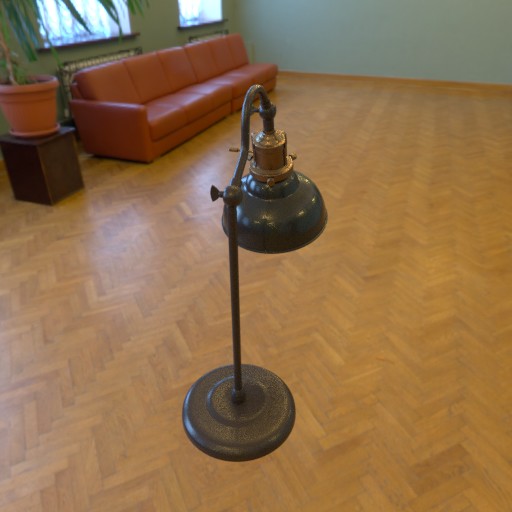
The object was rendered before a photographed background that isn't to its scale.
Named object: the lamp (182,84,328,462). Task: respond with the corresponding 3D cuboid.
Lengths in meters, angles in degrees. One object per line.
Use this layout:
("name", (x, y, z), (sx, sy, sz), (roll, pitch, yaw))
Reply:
("lamp", (0.000, 0.000, 0.694), (0.192, 0.508, 0.374), (10, 33, 16))
